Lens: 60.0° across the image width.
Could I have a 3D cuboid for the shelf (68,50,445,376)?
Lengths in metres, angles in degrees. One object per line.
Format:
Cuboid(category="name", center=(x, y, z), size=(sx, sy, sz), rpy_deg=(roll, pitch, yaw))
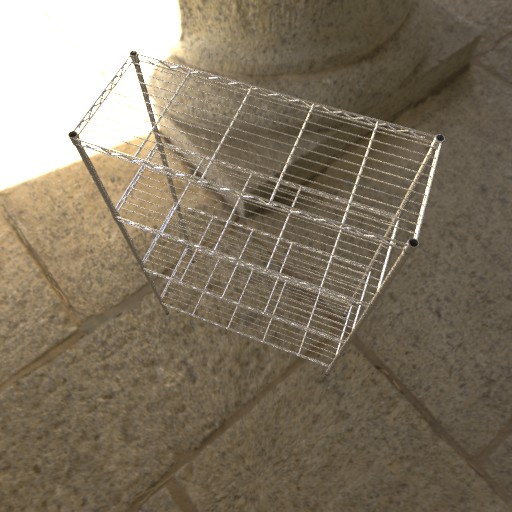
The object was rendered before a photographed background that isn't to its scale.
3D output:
Cuboid(category="shelf", center=(0.000, 0.000, 1.739), size=(0.907, 1.360, 0.352), rpy_deg=(19, 65, 9))
